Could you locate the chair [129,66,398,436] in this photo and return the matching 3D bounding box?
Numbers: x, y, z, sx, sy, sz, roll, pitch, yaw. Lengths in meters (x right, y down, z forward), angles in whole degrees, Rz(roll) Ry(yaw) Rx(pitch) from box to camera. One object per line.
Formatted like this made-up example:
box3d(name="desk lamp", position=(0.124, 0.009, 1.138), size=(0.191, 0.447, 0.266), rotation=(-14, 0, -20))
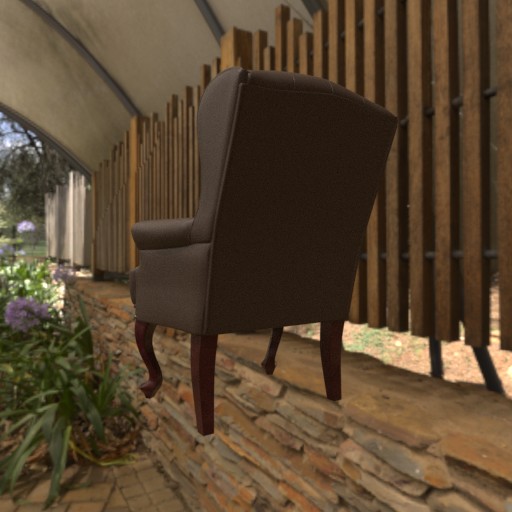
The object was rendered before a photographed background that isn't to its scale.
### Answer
box3d(name="chair", position=(0.000, 0.000, 1.690), size=(0.829, 1.132, 0.819), rotation=(0, 0, -35))
